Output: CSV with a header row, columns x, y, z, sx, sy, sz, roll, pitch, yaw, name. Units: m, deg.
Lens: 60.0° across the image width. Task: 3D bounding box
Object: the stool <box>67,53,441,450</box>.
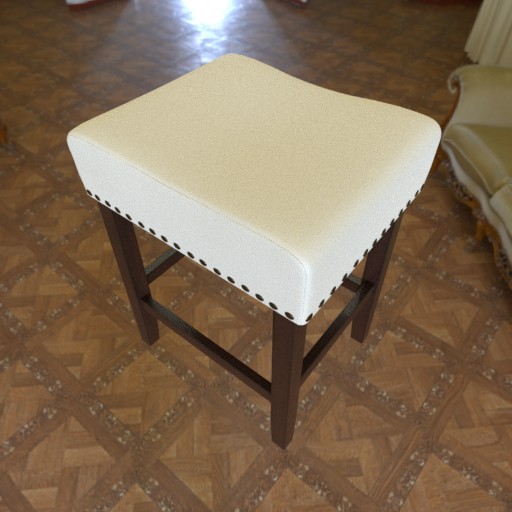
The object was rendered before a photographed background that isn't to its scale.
x,y,z,sx,sy,sz,roll,pitch,yaw,name
0.000,0.000,0.915,0.471,0.609,0.401,30,53,25,stool
